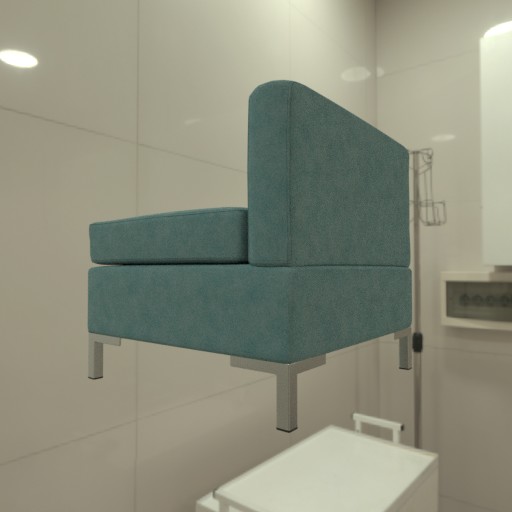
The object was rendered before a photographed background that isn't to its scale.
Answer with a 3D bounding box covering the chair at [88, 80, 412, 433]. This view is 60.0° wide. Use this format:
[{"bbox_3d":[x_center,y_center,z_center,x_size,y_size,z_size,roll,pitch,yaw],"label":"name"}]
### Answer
[{"bbox_3d":[0.000,0.000,1.261,0.685,0.660,0.684,-1,-2,38],"label":"chair"}]
